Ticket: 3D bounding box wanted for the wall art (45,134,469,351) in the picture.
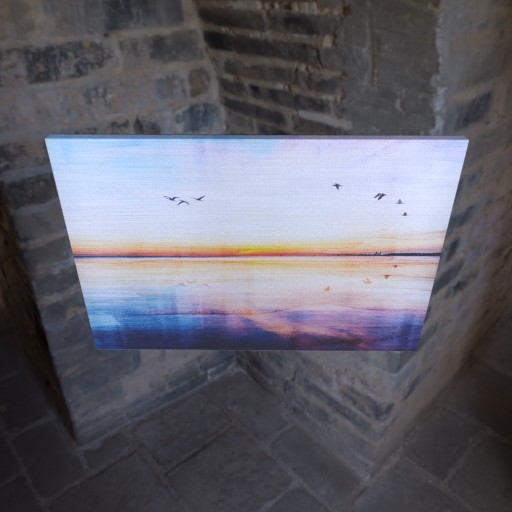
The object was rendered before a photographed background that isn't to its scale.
[{"bbox_3d":[0.000,0.000,1.121,0.911,0.605,0.037,0,31,1],"label":"wall art"}]
